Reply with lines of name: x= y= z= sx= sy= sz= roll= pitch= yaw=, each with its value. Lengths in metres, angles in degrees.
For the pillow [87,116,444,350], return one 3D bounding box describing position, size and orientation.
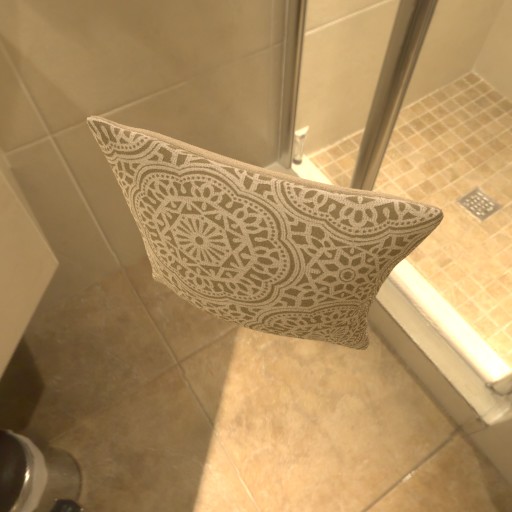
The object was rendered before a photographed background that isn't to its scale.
pillow: x=0.000 y=0.000 z=0.681 sx=0.438 sy=0.421 sz=0.167 roll=17 pitch=60 yaw=10
